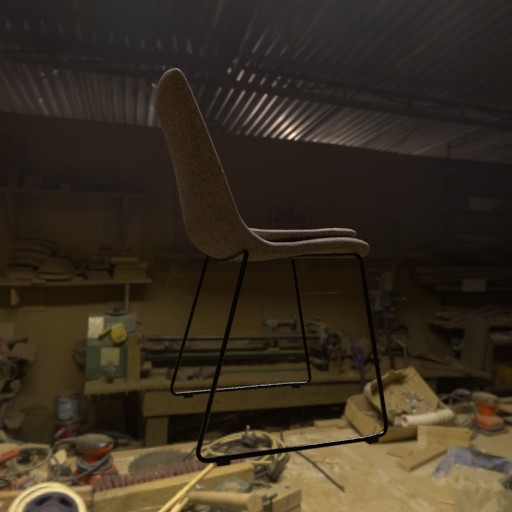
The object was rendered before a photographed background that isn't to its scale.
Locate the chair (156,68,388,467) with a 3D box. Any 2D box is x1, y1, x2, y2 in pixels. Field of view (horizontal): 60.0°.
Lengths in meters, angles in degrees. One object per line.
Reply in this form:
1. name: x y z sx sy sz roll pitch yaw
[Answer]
1. chair: 0.000 0.000 1.176 0.518 0.858 0.479 0 0 -17
